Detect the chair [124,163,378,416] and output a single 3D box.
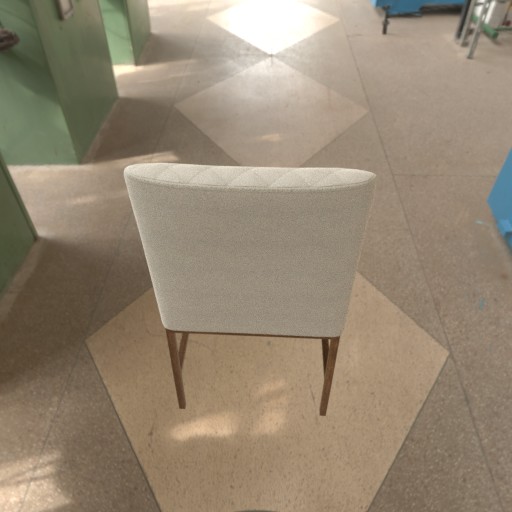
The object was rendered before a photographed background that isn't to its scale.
[{"bbox_3d":[0.000,0.000,1.283,0.503,0.933,0.597,2,44,2],"label":"chair"}]
